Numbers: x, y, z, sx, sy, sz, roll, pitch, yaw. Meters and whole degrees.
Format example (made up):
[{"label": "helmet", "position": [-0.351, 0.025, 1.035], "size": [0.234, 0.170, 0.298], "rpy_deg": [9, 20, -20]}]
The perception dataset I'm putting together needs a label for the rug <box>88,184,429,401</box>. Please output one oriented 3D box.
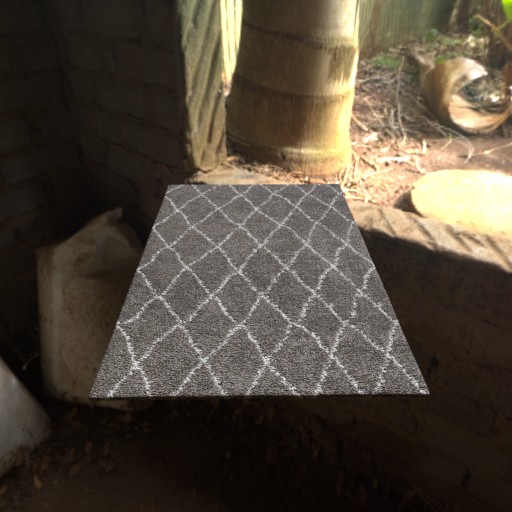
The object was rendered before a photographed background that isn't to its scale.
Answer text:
[{"label": "rug", "position": [0.000, 0.000, 3.450], "size": [1.778, 0.030, 2.743], "rpy_deg": [0, 32, -1]}]
